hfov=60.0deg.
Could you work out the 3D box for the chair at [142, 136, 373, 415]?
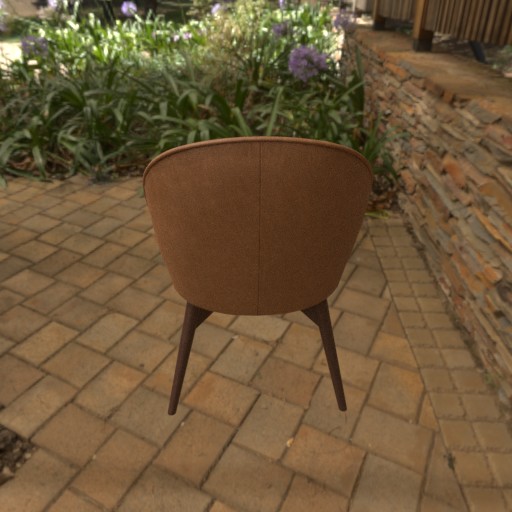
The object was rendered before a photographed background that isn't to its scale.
[{"bbox_3d":[0.000,0.000,1.230,0.521,0.831,0.631,-1,30,-1],"label":"chair"}]
